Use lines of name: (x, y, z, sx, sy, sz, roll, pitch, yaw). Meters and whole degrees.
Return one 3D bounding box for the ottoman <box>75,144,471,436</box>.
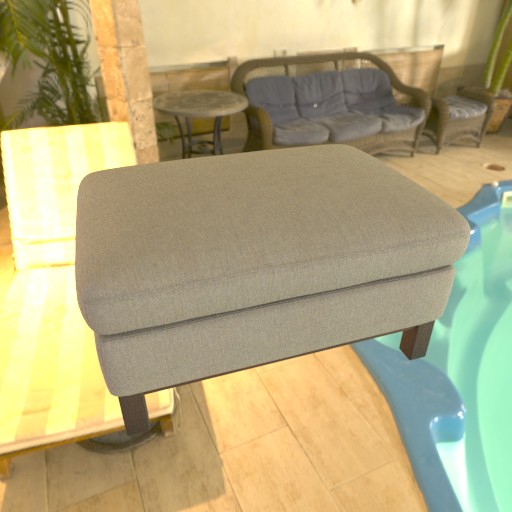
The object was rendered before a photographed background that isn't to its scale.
ottoman: (0.000, 0.000, 1.013, 0.735, 0.404, 0.528, -10, 33, -16)
